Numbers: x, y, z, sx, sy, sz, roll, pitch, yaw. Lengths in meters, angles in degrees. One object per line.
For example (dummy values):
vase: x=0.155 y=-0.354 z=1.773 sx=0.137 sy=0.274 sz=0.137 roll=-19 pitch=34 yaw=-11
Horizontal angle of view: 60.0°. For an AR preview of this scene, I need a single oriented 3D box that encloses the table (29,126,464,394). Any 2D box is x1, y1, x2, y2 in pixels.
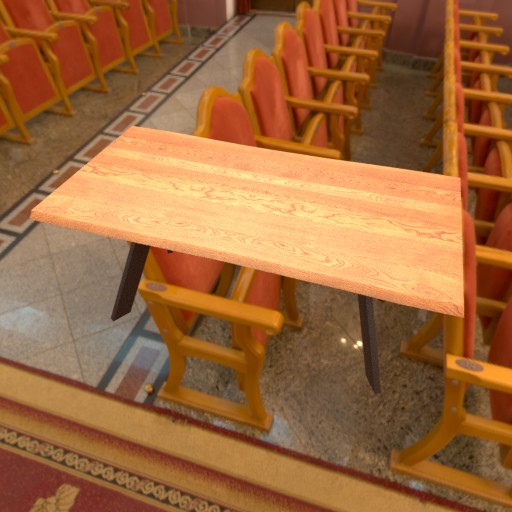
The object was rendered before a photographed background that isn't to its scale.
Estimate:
table: x=0.000 y=0.000 z=2.282 sx=1.800 sy=0.770 sz=0.900 roll=12 pitch=43 yaw=13
